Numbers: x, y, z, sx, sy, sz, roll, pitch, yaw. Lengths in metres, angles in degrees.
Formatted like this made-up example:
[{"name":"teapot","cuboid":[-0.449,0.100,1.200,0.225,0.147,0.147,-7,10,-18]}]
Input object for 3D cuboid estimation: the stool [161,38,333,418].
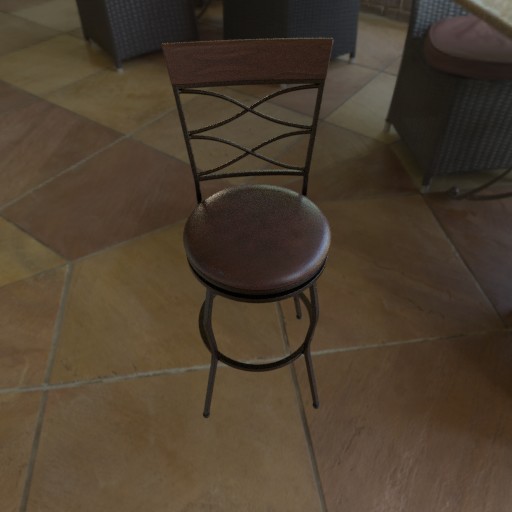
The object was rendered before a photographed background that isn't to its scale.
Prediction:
[{"name":"stool","cuboid":[0.000,0.000,1.396,0.448,1.130,0.513,-4,46,-3]}]
